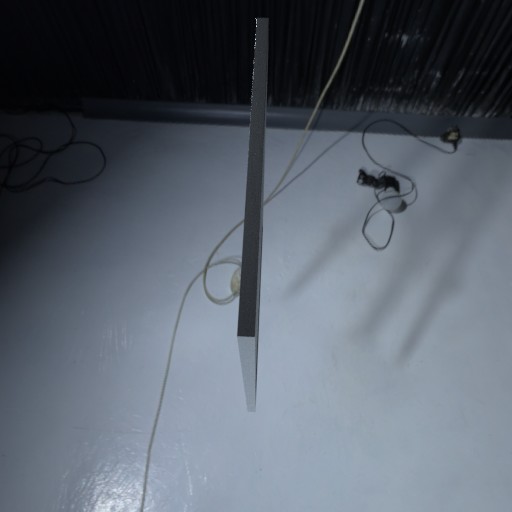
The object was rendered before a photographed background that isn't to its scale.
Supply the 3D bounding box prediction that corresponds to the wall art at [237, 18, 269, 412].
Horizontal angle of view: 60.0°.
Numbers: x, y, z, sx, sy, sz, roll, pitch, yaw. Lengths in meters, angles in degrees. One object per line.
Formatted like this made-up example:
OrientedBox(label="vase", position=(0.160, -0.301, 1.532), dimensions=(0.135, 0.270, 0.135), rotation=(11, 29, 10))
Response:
OrientedBox(label="wall art", position=(0.000, 0.000, 1.401), dimensions=(0.030, 1.046, 0.816), rotation=(2, 64, 1))
